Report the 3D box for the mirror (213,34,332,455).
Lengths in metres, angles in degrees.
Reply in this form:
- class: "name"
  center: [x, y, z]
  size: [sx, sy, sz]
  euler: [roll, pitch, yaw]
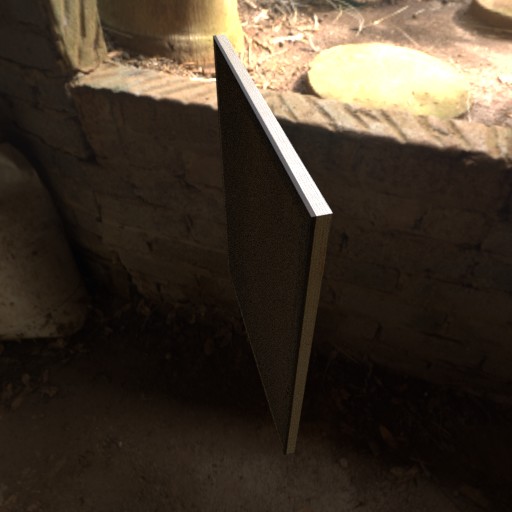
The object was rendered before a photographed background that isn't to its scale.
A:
- class: "mirror"
  center: [0.000, 0.000, 1.191]
  size: [0.032, 0.882, 0.730]
  euler: [-11, 46, -10]
